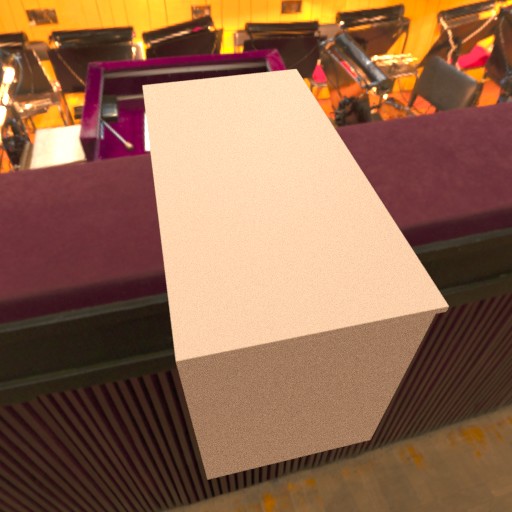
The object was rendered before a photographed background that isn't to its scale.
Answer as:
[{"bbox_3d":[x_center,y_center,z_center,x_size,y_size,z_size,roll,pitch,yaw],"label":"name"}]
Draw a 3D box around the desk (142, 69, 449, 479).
[{"bbox_3d":[0.000,0.000,1.497,0.560,0.730,1.100,-10,48,-9],"label":"desk"}]
